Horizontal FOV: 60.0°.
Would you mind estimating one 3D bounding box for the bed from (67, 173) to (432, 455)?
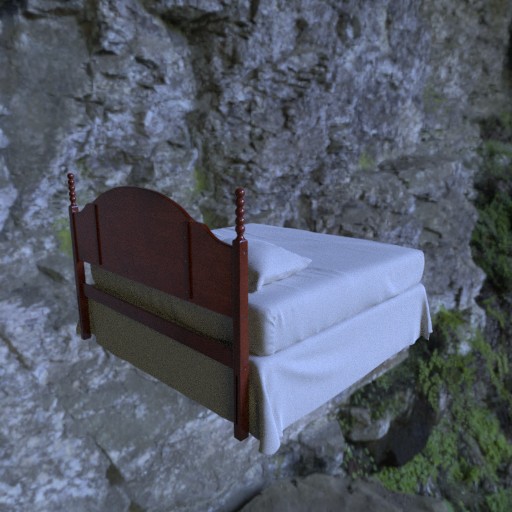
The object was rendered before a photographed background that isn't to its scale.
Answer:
[{"bbox_3d":[0.000,0.000,3.639,2.322,1.355,2.219,13,19,43],"label":"bed"}]
